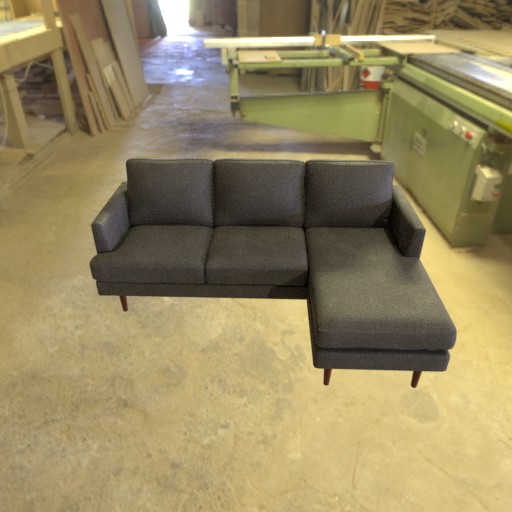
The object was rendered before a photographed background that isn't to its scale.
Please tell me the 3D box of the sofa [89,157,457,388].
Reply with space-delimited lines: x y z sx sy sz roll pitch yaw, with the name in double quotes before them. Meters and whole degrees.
"sofa" 0.000 0.000 3.021 2.233 0.956 1.504 1 32 2
